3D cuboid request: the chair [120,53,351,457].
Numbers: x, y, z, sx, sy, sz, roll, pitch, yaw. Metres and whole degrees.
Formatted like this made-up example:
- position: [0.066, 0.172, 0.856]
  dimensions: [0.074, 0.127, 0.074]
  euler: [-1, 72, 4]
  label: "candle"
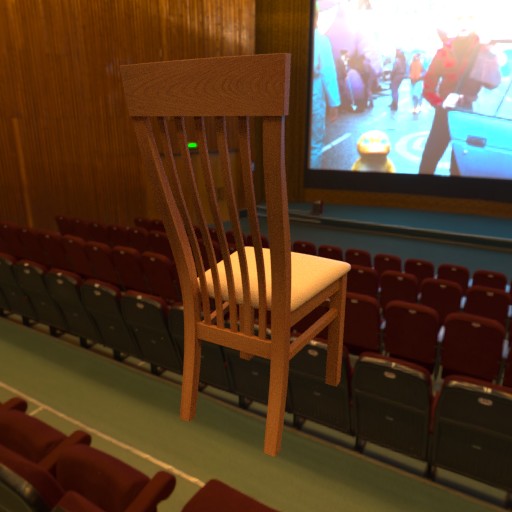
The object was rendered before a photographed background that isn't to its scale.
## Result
- position: [0.000, 0.000, 1.356]
  dimensions: [0.450, 1.050, 0.580]
  euler: [10, 20, 28]
  label: "chair"
